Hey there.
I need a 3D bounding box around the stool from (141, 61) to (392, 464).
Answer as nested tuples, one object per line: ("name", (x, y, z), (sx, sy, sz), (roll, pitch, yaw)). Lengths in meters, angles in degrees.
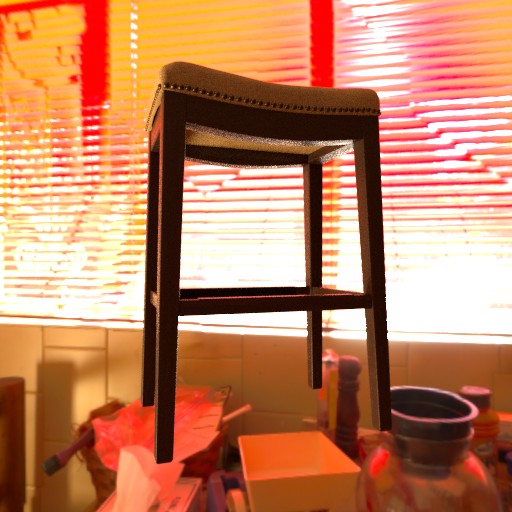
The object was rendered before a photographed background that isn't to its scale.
("stool", (0.000, 0.000, 1.064), (0.509, 0.768, 0.363), (0, 0, -19))
